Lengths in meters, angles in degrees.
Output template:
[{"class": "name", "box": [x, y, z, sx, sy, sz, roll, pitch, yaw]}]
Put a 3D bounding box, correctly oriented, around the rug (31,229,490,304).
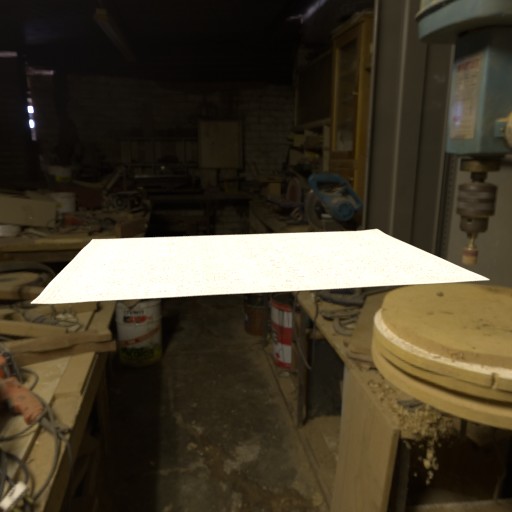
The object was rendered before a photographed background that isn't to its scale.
[{"class": "rug", "box": [0.000, 0.000, 3.023, 2.434, 0.023, 1.518, -2, 14, -9]}]
